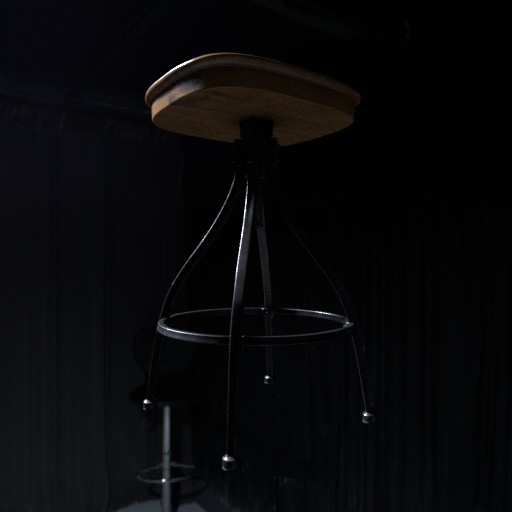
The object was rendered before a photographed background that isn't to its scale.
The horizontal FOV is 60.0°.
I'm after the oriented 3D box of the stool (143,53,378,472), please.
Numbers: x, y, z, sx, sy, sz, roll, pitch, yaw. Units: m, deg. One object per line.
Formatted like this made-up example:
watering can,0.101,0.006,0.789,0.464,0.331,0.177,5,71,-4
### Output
stool,0.000,0.000,0.968,0.432,0.694,0.424,0,0,-36
